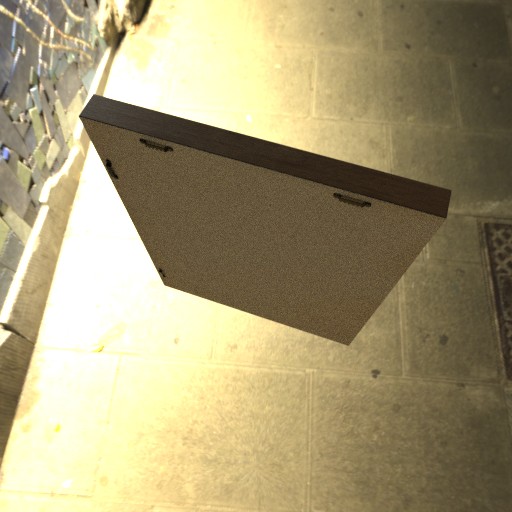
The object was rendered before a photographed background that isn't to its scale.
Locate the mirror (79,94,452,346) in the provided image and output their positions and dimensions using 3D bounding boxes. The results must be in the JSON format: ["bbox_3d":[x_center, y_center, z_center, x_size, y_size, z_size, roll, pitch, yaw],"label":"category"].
[{"bbox_3d":[0.000,0.000,0.698,0.405,0.508,0.041,17,66,8],"label":"mirror"}]
